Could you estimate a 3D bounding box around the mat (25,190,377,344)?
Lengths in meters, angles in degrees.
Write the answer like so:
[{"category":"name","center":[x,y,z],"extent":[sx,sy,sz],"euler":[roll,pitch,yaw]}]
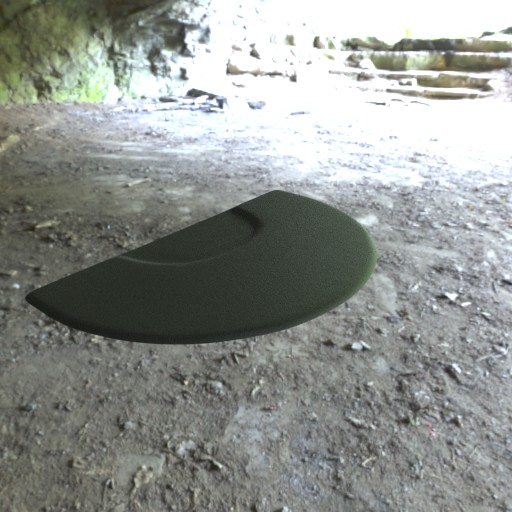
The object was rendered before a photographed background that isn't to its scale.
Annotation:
[{"category":"mat","center":[0.000,0.000,1.839],"extent":[0.917,0.022,1.525],"euler":[20,33,34]}]
